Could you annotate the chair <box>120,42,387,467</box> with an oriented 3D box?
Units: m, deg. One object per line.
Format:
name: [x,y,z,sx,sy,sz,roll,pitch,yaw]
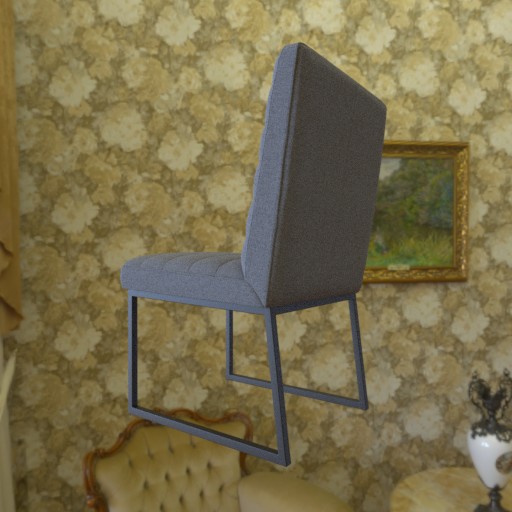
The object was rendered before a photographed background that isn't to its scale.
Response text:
chair: [0.000,0.000,1.314,0.634,0.930,0.520,0,0,37]
